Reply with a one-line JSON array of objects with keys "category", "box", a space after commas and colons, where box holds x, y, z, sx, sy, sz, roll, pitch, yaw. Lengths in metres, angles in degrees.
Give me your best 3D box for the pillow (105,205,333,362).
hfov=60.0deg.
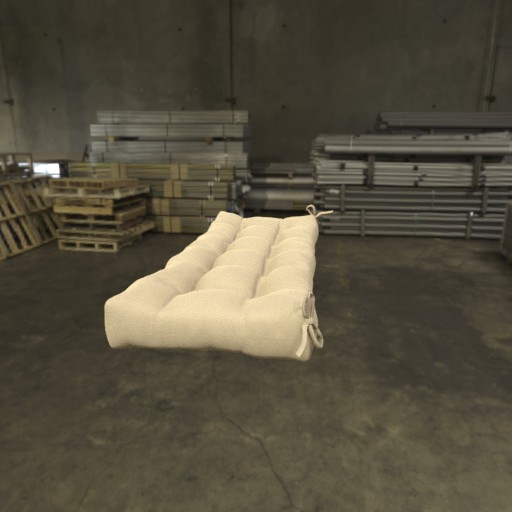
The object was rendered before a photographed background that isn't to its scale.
[{"category": "pillow", "box": [0.000, 0.000, 1.415, 0.511, 0.174, 1.194, 2, 16, 8]}]
